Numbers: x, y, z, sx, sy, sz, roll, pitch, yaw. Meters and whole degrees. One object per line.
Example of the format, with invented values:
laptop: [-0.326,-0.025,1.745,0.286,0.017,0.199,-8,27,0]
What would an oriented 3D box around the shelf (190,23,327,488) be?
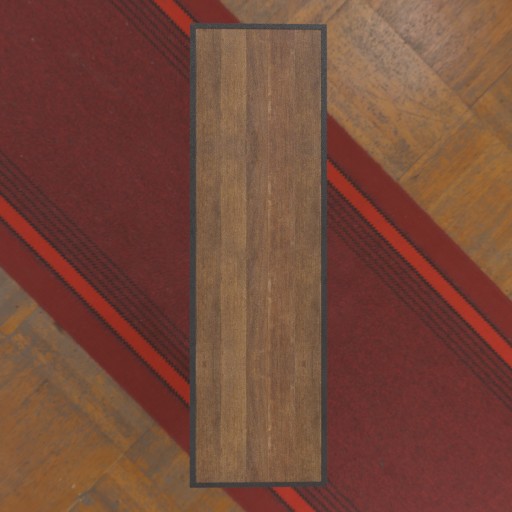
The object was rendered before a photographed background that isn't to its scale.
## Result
shelf: [0.000,0.000,1.528,0.361,0.765,1.201,0,90,-1]
